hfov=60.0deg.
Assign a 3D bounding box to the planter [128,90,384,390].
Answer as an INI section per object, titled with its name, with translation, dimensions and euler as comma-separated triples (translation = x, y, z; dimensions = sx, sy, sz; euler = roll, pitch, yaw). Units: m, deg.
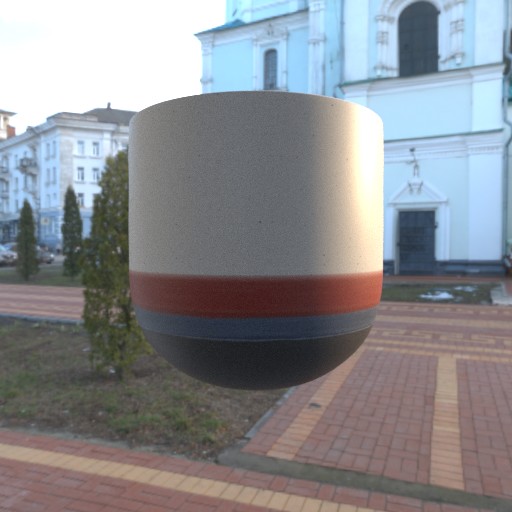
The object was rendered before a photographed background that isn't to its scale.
[planter]
translation = 0.000, 0.000, 0.486
dimensions = 0.268, 0.270, 0.268
euler = 0, 2, 0
